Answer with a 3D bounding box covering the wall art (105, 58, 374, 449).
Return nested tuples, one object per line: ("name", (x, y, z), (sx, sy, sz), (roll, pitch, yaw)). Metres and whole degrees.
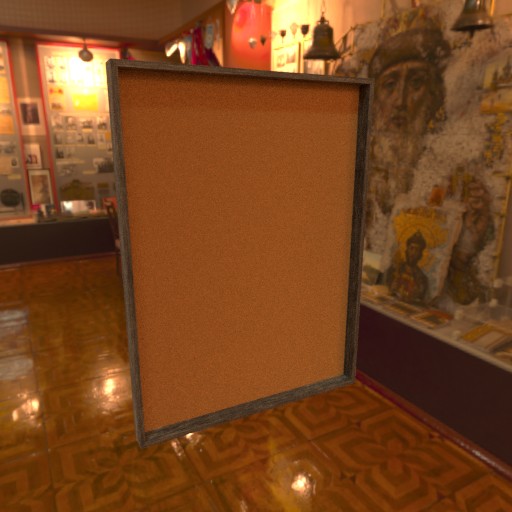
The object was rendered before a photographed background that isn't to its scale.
("wall art", (0.000, 0.000, 1.310), (0.762, 1.016, 0.063), (-7, 17, -26))
